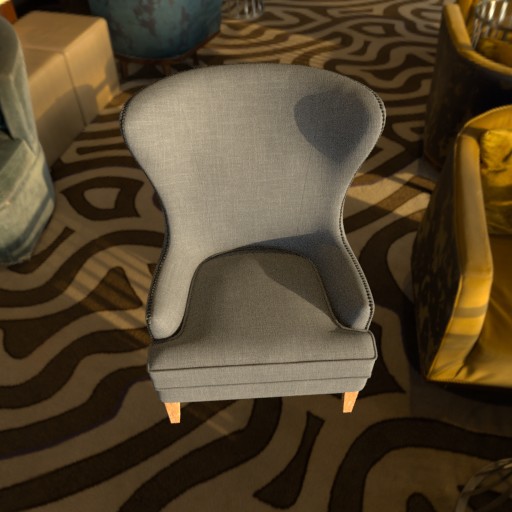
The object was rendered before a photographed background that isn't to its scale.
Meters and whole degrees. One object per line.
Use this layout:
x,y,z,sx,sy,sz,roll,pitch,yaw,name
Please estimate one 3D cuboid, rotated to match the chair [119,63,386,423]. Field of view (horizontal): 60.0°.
0.000,0.000,1.765,0.864,1.176,0.883,-3,47,-2,chair
